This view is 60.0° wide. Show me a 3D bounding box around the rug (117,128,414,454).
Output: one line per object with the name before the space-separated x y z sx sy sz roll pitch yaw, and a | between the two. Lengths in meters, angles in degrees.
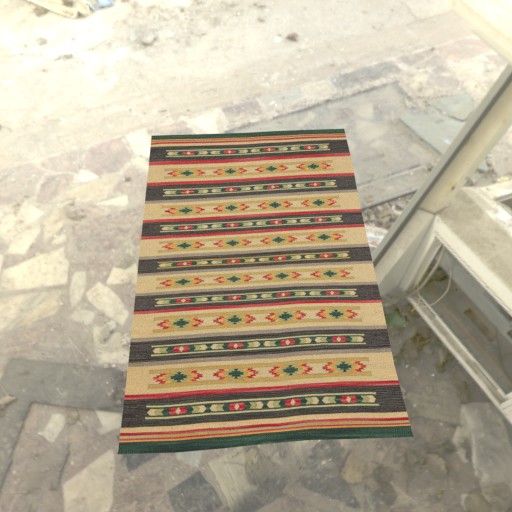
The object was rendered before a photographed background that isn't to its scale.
rug | 0.000 0.000 2.875 1.522 0.010 2.311 -2 58 -2
